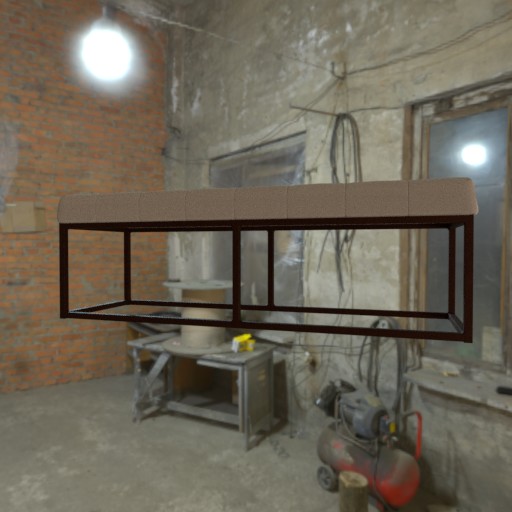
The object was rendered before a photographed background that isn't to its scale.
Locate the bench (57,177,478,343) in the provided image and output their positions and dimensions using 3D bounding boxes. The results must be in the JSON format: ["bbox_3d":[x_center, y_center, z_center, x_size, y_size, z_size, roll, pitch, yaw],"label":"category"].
[{"bbox_3d":[0.000,0.000,1.711,1.488,0.488,0.479,0,1,18],"label":"bench"}]
